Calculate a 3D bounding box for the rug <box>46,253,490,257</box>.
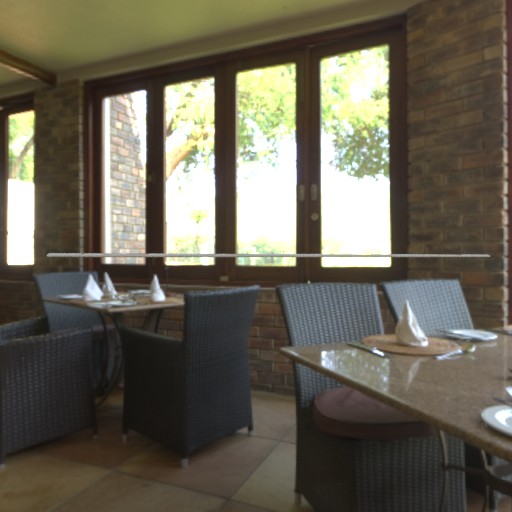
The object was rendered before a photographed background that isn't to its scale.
[{"bbox_3d":[0.000,0.000,2.853,2.275,0.014,1.514,0,0,-18],"label":"rug"}]
